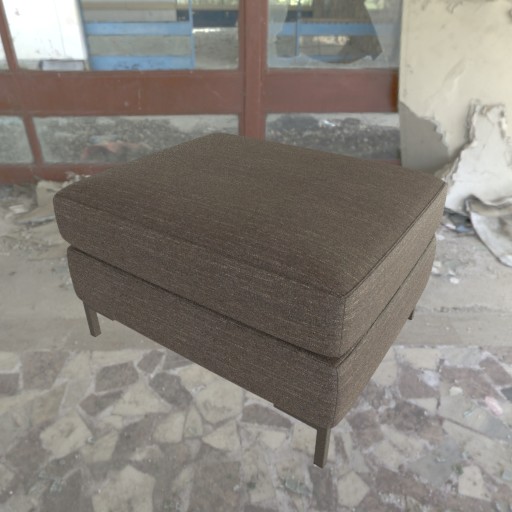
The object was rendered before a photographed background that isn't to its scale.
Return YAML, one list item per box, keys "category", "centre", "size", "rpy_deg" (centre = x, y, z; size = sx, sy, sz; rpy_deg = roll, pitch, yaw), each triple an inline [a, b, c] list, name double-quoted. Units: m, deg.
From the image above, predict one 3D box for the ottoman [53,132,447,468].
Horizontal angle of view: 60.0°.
- category: "ottoman"
  centre: [0.000, 0.000, 1.216]
  size: [0.820, 0.490, 0.671]
  rpy_deg: [19, 36, 29]
